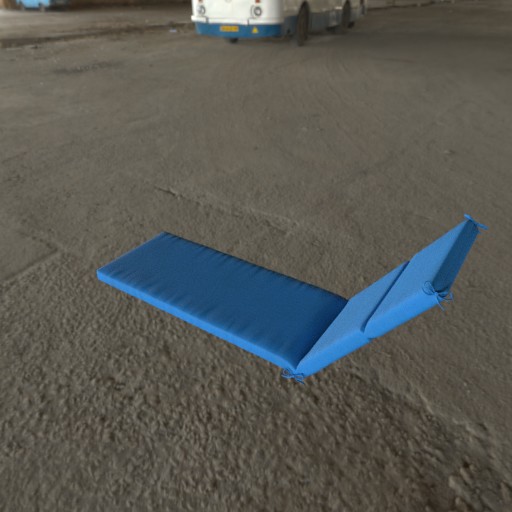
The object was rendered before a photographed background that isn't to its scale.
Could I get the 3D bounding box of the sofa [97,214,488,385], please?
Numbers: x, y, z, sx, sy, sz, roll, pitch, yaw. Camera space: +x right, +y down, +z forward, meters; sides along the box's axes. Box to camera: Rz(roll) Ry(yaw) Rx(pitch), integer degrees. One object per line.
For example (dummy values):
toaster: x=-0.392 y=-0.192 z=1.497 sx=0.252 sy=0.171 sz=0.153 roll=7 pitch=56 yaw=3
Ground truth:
sofa: x=0.000 y=0.000 z=1.950 sx=1.663 sy=0.622 sz=0.582 roll=19 pitch=37 yaw=28
